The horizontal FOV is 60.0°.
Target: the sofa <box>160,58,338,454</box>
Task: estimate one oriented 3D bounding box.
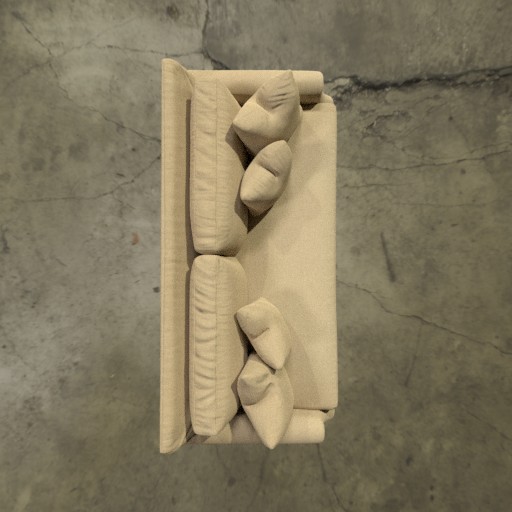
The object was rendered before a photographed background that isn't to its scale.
[{"bbox_3d":[0.000,0.000,2.771,1.067,0.904,2.285,0,89,1],"label":"sofa"}]
